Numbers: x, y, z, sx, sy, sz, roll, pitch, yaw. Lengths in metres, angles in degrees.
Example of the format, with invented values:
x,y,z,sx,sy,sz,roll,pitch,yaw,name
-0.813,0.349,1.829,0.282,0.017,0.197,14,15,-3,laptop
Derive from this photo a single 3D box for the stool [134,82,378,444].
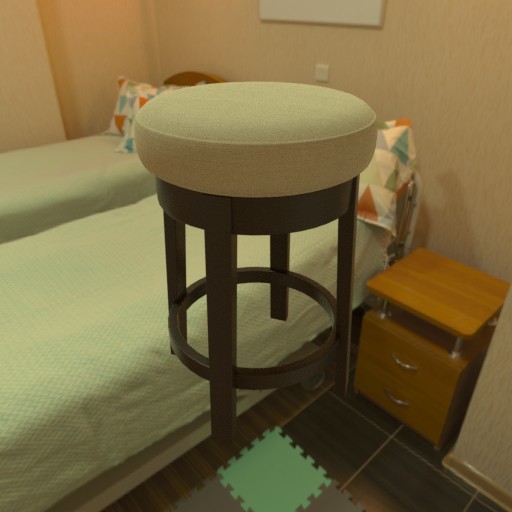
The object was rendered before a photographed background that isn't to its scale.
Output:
x,y,z,sx,sy,sz,roll,pitch,yaw,name
0.000,0.000,0.941,0.449,0.655,0.449,0,30,0,stool
